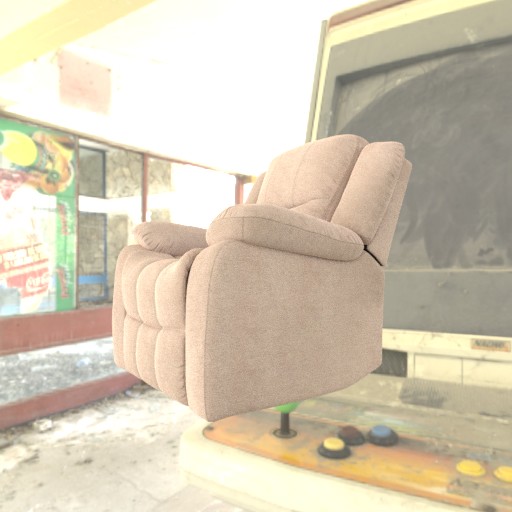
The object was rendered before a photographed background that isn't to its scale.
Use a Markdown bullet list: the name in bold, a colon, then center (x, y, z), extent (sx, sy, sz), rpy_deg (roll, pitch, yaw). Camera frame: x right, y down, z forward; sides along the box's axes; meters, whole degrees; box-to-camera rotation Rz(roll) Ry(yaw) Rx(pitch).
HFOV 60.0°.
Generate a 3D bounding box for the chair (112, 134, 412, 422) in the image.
- **chair**: center (0.000, 0.000, 1.774), extent (0.944, 1.008, 0.899), rpy_deg (0, 0, -35)
